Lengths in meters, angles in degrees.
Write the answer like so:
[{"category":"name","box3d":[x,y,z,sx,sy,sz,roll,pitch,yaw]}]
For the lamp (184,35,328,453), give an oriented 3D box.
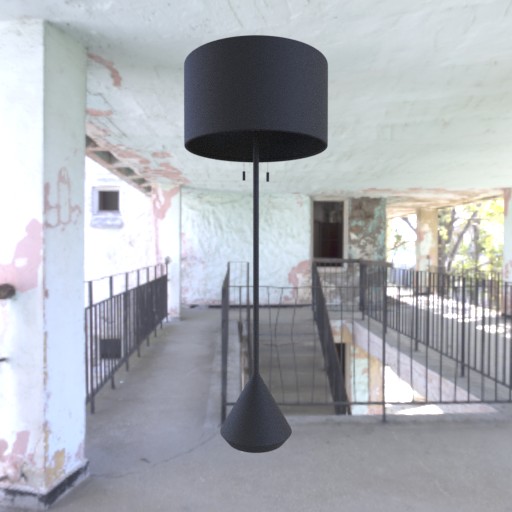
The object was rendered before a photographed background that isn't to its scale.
[{"category":"lamp","box3d":[0.000,0.000,1.820,0.580,1.526,0.580,0,1,18]}]
